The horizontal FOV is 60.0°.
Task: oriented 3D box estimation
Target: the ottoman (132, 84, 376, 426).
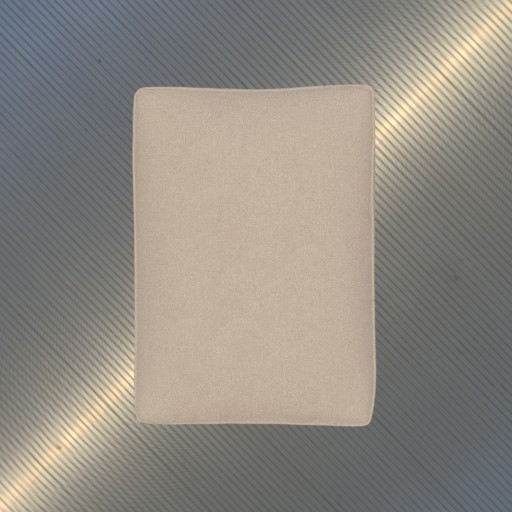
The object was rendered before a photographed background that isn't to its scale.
[{"bbox_3d":[0.000,0.000,1.006,0.501,0.456,0.665,0,91,1],"label":"ottoman"}]
